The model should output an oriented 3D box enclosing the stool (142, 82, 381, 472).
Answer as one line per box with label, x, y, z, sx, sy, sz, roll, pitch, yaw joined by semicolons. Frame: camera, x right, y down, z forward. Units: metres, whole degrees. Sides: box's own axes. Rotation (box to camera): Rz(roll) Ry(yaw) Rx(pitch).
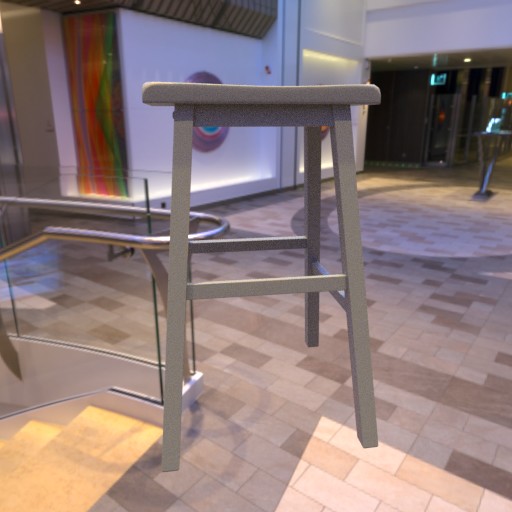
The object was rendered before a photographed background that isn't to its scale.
stool;0.000;0.000;1.033;0.457;0.737;0.476;-3;18;-9
